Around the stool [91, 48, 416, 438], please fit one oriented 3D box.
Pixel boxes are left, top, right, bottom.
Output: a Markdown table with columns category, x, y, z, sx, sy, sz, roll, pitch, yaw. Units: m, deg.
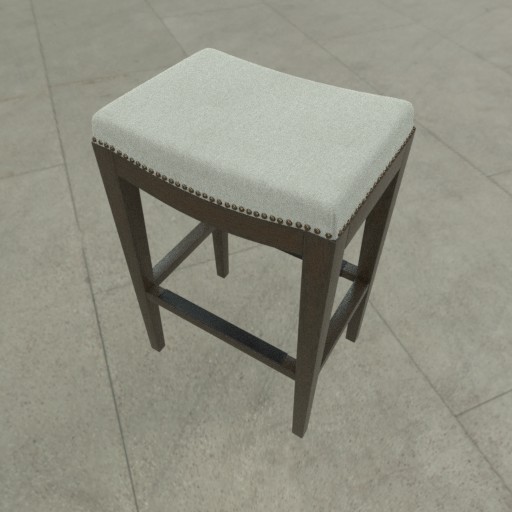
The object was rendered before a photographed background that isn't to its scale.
| category | x | y | z | sx | sy | sz | roll | pitch | yaw |
| --- | --- | --- | --- | --- | --- | --- | --- | --- | --- |
| stool | 0.000 | 0.000 | 1.038 | 0.498 | 0.759 | 0.358 | 25 | 52 | 21 |
